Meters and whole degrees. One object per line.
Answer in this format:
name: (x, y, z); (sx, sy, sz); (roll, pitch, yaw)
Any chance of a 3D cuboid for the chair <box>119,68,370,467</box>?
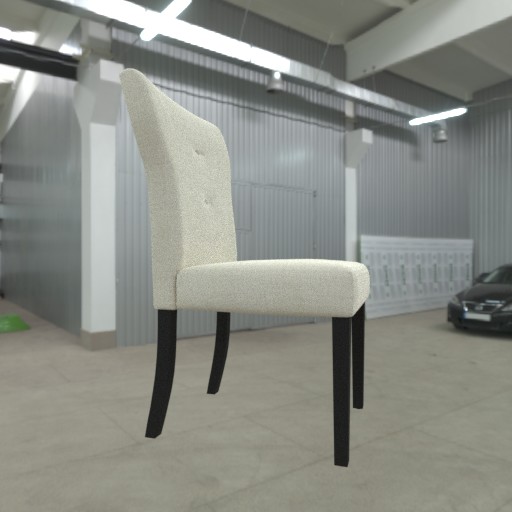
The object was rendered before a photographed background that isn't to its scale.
chair: (0.000, 0.000, 1.241); (0.597, 0.921, 0.509); (0, 0, 18)
